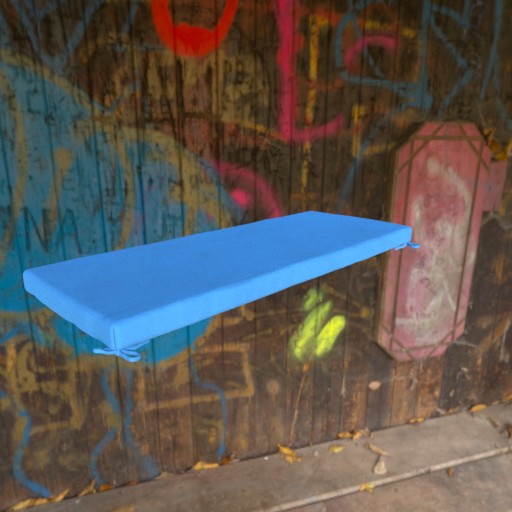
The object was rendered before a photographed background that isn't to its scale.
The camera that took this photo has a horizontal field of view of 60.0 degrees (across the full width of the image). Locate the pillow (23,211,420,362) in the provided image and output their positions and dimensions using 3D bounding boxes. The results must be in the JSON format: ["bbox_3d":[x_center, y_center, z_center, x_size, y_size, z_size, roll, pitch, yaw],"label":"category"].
[{"bbox_3d":[0.000,0.000,1.314,0.492,0.081,1.187,16,22,43],"label":"pillow"}]
